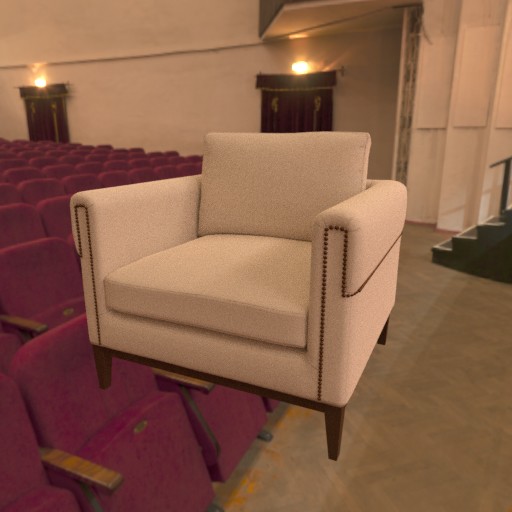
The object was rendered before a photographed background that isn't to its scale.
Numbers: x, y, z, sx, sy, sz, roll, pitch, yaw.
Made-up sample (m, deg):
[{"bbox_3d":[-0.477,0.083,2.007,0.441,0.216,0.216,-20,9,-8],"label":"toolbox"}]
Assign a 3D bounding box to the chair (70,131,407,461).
[{"bbox_3d":[0.000,0.000,1.689,0.982,0.915,0.896,7,17,24],"label":"chair"}]
